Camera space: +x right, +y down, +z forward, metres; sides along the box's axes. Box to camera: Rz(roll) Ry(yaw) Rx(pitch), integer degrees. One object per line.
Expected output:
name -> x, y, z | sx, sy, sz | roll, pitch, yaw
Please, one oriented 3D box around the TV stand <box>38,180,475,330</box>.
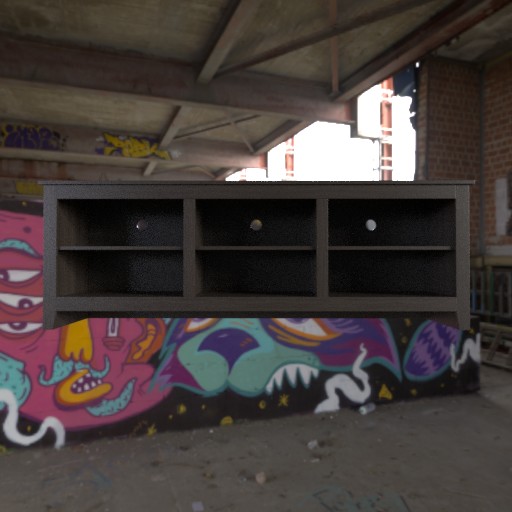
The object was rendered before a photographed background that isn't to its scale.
TV stand -> 0.000, 0.000, 2.004 | 1.778, 0.610, 0.406 | 0, -1, 0
